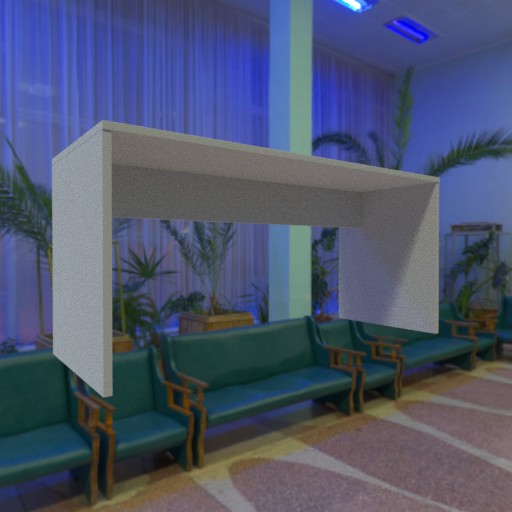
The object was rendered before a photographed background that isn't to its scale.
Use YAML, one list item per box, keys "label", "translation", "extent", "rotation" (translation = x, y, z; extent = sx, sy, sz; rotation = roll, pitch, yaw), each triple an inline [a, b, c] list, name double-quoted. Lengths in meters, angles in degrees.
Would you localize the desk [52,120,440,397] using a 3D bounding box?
- label: "desk"
  translation: [0.000, 0.000, 1.989]
  extent: [1.600, 0.750, 0.802]
  rotation: [0, 1, -36]
